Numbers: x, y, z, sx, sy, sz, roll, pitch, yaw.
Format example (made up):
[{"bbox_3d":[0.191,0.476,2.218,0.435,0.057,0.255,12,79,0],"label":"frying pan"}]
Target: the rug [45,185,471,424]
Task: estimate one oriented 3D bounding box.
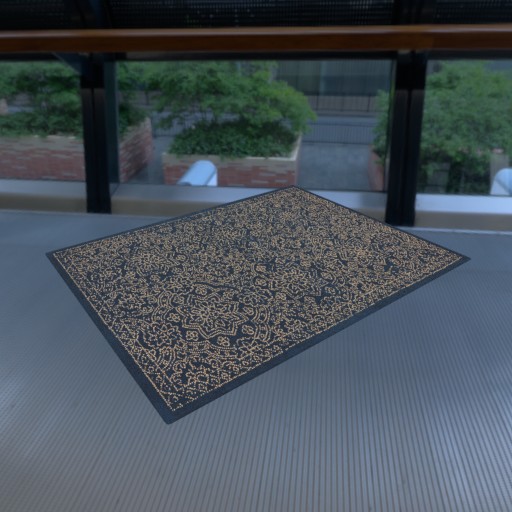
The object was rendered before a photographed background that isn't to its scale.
[{"bbox_3d":[0.000,0.000,4.044,3.048,0.010,2.438,-20,35,-32],"label":"rug"}]
